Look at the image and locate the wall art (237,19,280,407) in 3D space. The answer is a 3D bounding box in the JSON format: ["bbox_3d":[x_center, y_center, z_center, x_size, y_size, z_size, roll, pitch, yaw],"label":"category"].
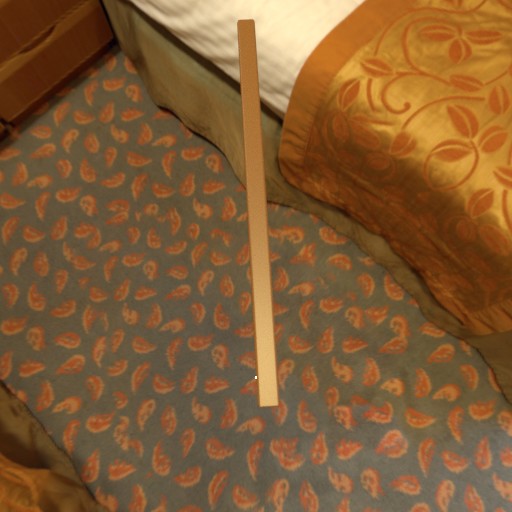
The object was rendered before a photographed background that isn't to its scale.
[{"bbox_3d":[0.000,0.000,0.514,0.015,0.379,0.310,-3,75,-1],"label":"wall art"}]
